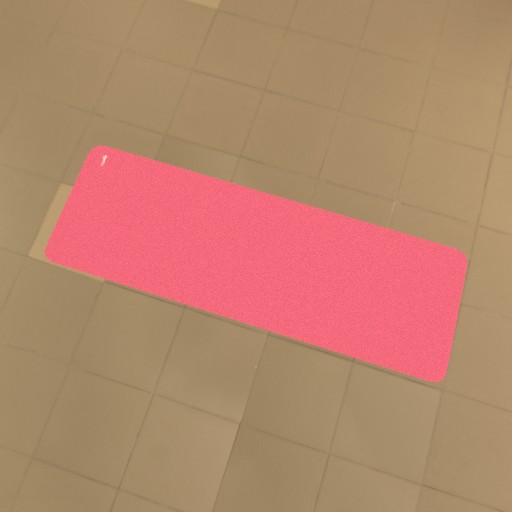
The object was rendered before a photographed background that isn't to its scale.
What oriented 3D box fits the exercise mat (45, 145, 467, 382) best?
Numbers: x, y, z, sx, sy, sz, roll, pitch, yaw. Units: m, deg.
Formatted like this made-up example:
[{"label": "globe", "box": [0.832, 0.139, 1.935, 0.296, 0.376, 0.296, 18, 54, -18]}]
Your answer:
[{"label": "exercise mat", "box": [0.000, 0.000, 2.045, 1.884, 0.021, 0.616, 17, 77, 4]}]
